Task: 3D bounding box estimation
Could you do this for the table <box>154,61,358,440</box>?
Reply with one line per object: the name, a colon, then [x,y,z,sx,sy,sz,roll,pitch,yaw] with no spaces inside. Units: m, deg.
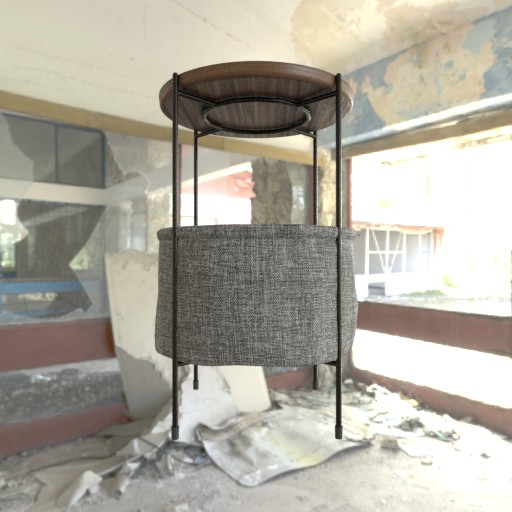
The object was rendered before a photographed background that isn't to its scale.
table: [0.000,0.000,0.897,0.400,0.623,0.400,0,0,-1]
